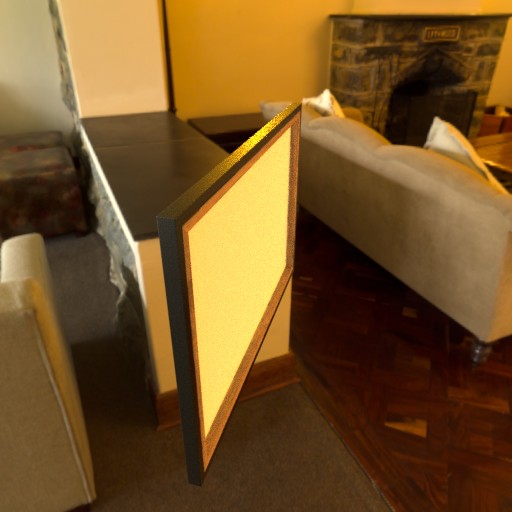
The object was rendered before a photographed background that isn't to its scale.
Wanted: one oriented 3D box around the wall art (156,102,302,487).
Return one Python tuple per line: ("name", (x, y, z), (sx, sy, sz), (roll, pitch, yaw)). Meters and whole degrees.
("wall art", (0.000, 0.000, 0.841), (0.022, 0.446, 0.659), (8, 30, 14))
